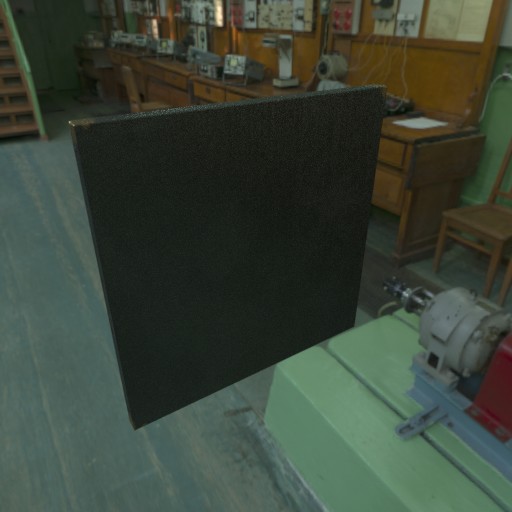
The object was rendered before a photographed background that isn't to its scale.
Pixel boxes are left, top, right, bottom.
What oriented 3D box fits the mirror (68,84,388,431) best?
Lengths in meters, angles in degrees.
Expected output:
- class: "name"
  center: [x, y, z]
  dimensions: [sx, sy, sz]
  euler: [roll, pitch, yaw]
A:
- class: "mirror"
  center: [0.000, 0.000, 0.565]
  dimensions: [0.382, 0.381, 0.020]
  euler: [-18, 34, -28]
